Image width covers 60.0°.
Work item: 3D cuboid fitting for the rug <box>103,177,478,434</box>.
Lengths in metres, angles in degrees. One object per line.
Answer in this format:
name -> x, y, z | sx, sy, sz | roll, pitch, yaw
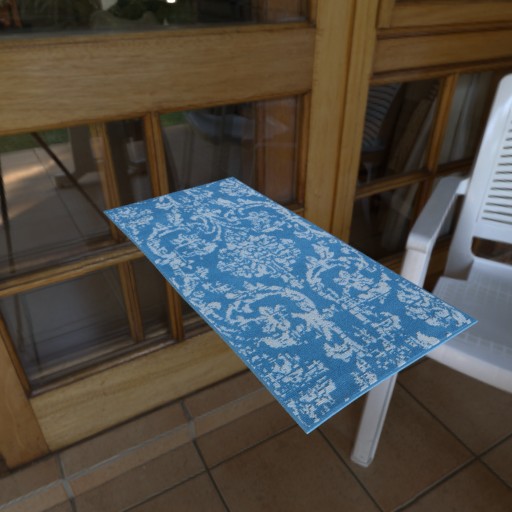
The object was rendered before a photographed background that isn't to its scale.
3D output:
rug -> 0.000, 0.000, 1.465 | 0.604, 0.007, 1.219 | -21, 38, -29
